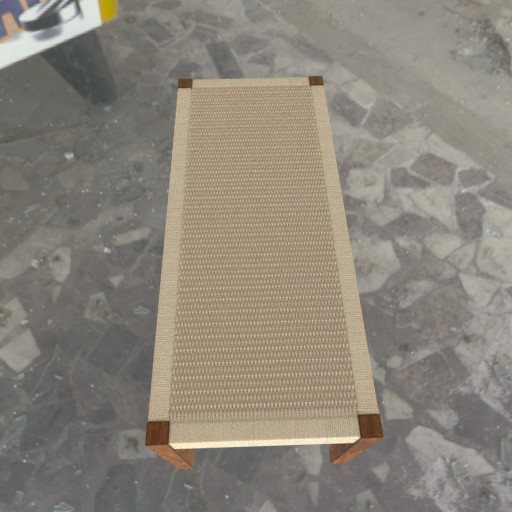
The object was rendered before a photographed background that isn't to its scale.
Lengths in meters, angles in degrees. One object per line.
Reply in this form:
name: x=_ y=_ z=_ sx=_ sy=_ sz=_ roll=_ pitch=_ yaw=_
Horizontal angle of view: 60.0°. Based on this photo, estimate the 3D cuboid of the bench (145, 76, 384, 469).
bench: x=0.000 y=0.000 z=1.445 sx=0.507 sy=0.457 sz=1.198 roll=-2 pitch=59 yaw=-1
